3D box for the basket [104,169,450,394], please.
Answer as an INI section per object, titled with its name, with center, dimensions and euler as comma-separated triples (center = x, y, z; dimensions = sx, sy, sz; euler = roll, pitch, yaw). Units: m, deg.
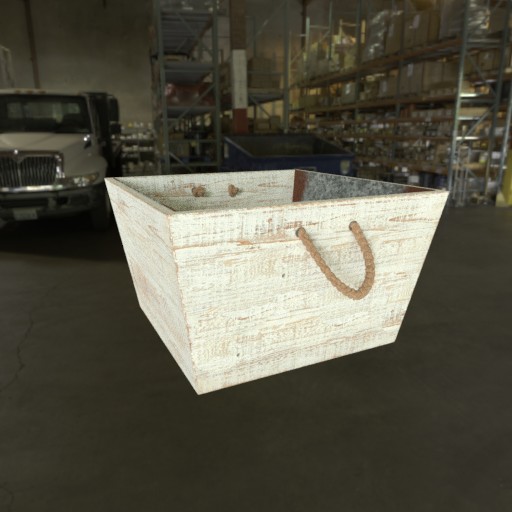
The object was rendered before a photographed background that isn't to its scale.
[basket]
center = 0.000, 0.000, 0.755
dimensions = 0.413, 0.247, 0.545
euler = -8, 18, -26
